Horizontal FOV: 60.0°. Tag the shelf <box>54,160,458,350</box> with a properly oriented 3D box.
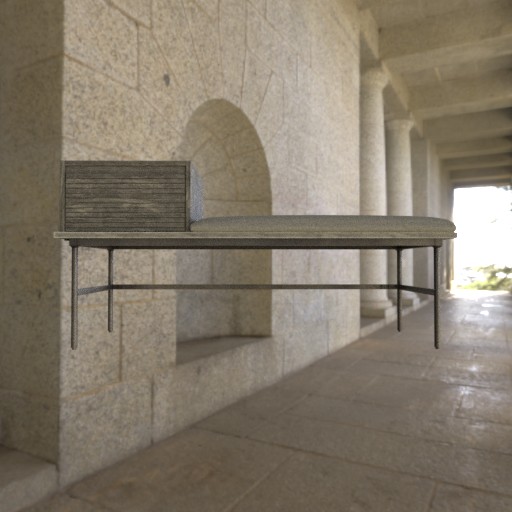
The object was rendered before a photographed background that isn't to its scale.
[{"bbox_3d":[0.000,0.000,1.685,1.342,0.633,0.457,0,-1,-1],"label":"shelf"}]
